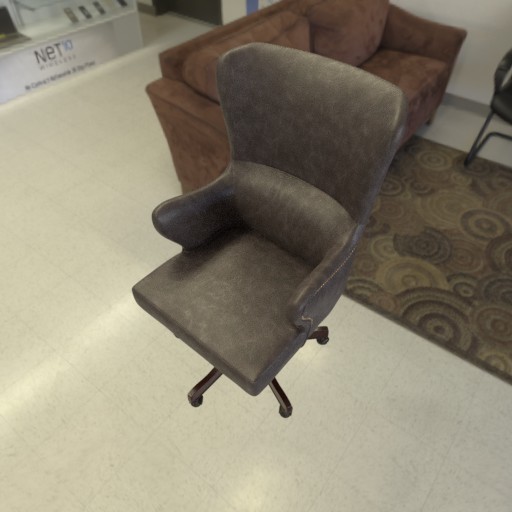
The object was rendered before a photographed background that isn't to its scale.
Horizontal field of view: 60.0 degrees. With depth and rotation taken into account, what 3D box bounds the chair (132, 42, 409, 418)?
[{"bbox_3d":[0.000,0.000,1.413,0.594,1.037,0.717,32,54,26],"label":"chair"}]
